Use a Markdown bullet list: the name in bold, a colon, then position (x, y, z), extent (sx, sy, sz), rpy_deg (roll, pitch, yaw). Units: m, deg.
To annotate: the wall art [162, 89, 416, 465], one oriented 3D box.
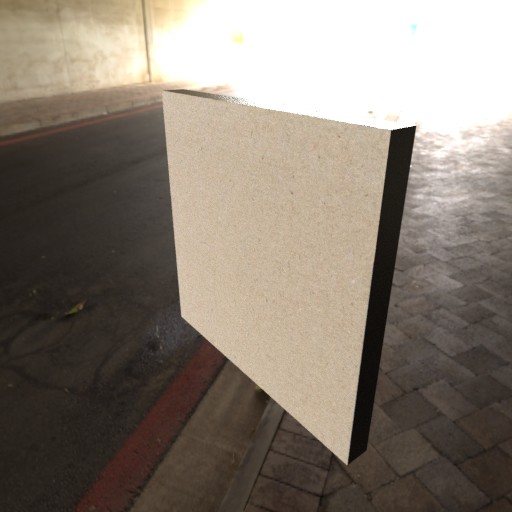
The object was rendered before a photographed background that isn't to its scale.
- **wall art**: position (0.000, 0.000, 0.485), extent (0.029, 0.318, 0.327), rpy_deg (-19, 31, -33)
